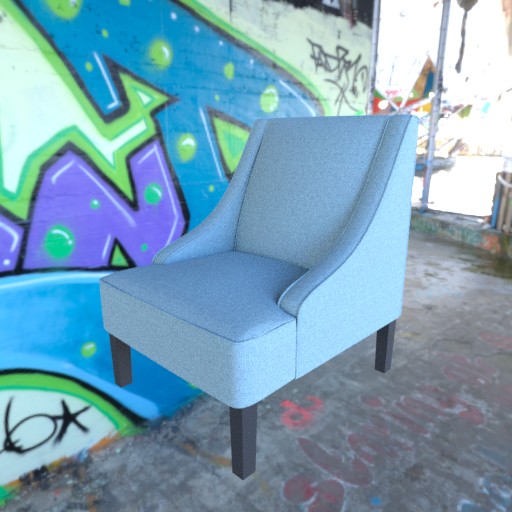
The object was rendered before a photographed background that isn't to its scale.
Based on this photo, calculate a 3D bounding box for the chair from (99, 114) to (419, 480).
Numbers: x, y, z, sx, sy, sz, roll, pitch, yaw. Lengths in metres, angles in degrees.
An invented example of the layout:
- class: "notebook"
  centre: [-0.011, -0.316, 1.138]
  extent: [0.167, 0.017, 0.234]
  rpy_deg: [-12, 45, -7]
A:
- class: "chair"
  centre: [0.000, 0.000, 1.852]
  extent: [0.857, 1.133, 1.025]
  rpy_deg: [15, 21, 42]
